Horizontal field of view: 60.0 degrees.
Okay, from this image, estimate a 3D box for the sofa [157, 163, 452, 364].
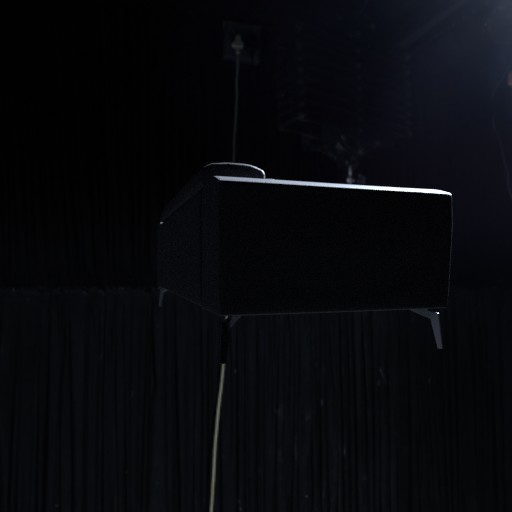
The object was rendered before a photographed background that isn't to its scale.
[{"bbox_3d":[0.000,0.000,2.811,1.048,0.814,2.330,0,-1,-18],"label":"sofa"}]
